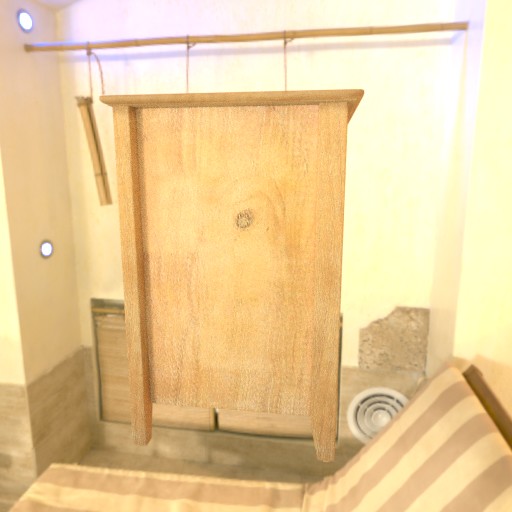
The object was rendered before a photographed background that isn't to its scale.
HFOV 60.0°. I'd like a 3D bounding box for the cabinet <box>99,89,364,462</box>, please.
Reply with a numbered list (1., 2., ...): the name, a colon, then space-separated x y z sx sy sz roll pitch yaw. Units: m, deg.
1. cabinet: 0.000 0.000 1.254 0.503 0.762 0.763 2 11 8
